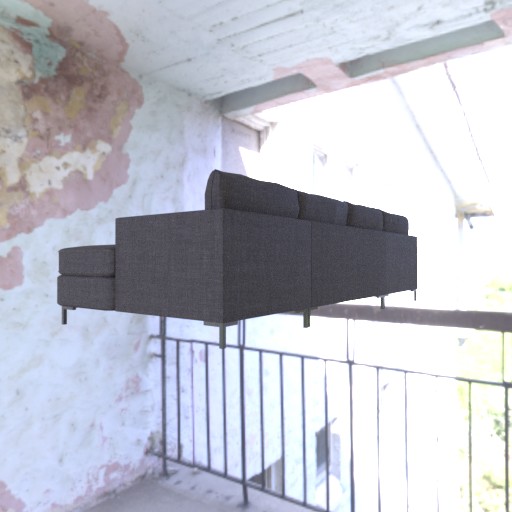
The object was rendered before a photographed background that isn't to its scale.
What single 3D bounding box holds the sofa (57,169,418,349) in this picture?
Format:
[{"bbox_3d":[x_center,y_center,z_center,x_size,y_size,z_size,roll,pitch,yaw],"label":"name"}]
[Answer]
[{"bbox_3d":[0.000,0.000,4.230,2.048,0.999,3.423,0,-1,36],"label":"sofa"}]
